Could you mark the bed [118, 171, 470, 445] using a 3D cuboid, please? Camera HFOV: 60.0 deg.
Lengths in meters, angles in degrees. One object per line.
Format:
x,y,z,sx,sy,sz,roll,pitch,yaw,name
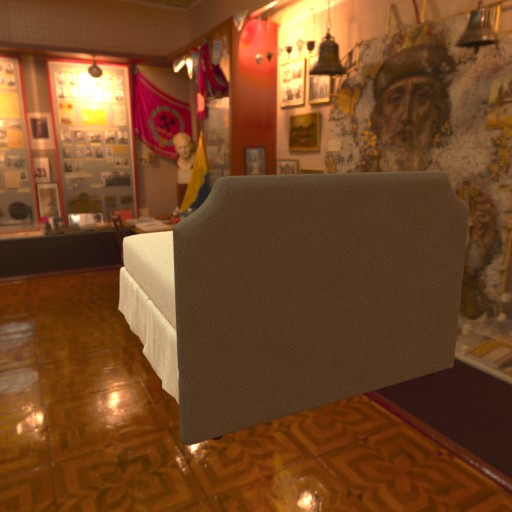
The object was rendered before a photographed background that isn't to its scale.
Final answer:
0.000,0.000,3.298,1.831,1.297,2.181,-6,15,-26,bed
